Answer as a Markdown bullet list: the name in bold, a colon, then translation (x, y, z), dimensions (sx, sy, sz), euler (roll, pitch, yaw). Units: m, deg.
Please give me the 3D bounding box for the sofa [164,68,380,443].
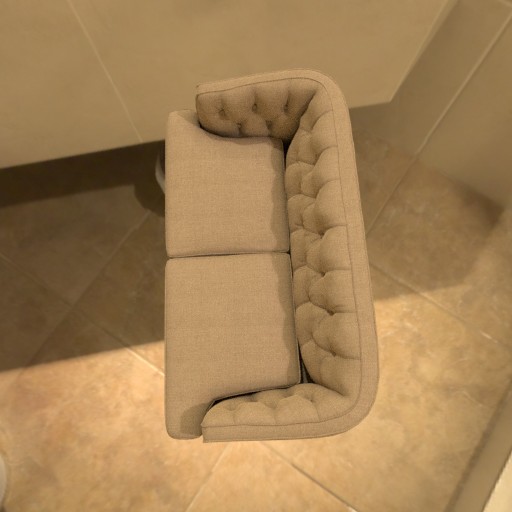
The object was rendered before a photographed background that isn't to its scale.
- **sofa**: translation (0.000, 0.000, 2.291), dimensions (0.941, 0.855, 1.733), euler (-3, 74, -1)
